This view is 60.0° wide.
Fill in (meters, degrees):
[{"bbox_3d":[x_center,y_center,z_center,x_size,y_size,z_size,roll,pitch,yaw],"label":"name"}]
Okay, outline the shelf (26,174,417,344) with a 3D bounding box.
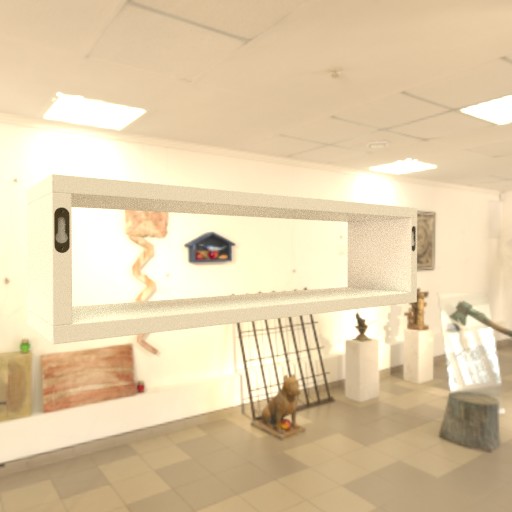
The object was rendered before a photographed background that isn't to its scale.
[{"bbox_3d":[0.000,0.000,0.681,0.610,0.170,0.150,-1,1,-36],"label":"shelf"}]
